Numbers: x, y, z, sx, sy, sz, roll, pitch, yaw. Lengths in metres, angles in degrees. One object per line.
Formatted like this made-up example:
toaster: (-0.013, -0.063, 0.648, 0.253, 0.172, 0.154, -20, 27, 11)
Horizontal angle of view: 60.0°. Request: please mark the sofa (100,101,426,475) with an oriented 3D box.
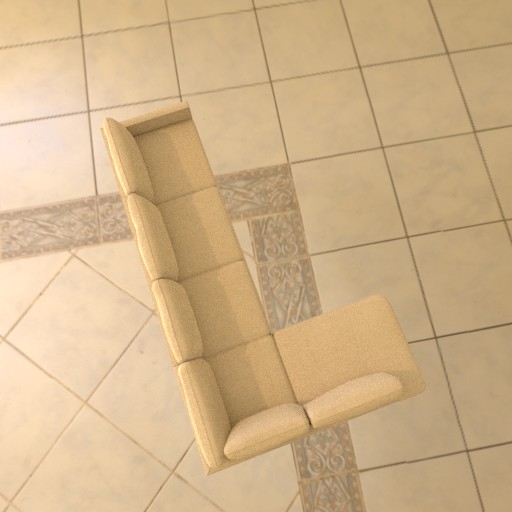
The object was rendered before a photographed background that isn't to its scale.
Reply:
sofa: (0.000, 0.000, 4.278, 2.048, 0.996, 3.384, -19, 77, -5)
